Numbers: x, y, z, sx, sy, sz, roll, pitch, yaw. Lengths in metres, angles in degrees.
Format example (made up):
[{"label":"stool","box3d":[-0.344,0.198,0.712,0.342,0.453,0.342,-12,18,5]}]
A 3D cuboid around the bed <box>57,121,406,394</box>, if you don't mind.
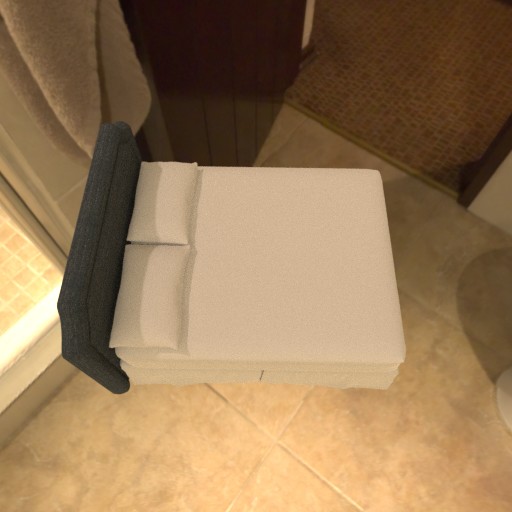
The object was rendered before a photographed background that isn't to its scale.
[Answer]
[{"label":"bed","box3d":[0.000,0.000,3.310,2.208,1.297,1.828,1,62,1]}]
